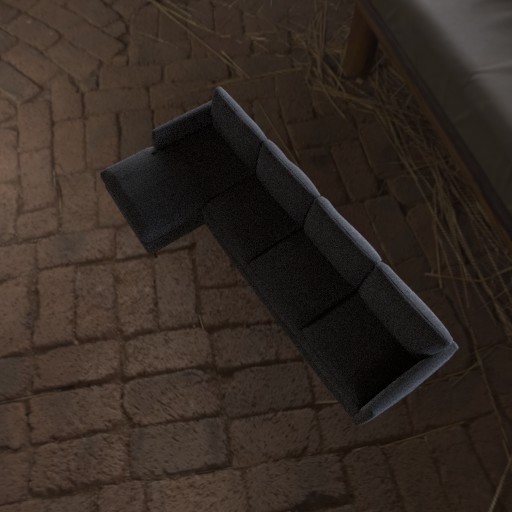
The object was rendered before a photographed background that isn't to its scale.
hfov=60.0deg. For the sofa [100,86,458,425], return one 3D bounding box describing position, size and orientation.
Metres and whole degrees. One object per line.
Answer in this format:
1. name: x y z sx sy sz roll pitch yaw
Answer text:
1. sofa: 0.000 0.000 3.512 1.350 0.810 2.932 -32 68 -15
